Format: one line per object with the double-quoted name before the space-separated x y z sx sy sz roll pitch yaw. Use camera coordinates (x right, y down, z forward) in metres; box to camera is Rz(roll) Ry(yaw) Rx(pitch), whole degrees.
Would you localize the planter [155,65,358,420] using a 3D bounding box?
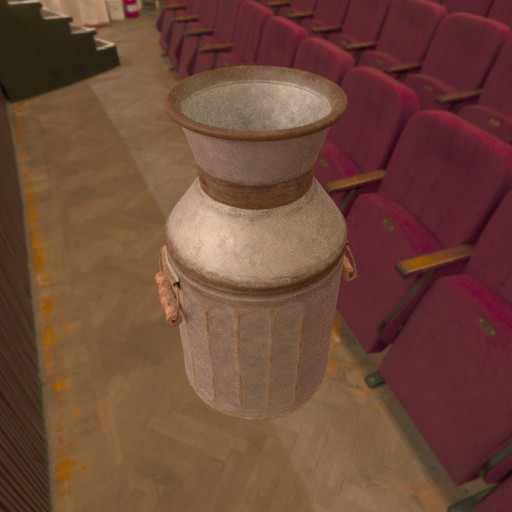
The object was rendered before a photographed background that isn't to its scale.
"planter" 0.000 0.000 0.541 0.245 0.396 0.214 -13 42 -15
